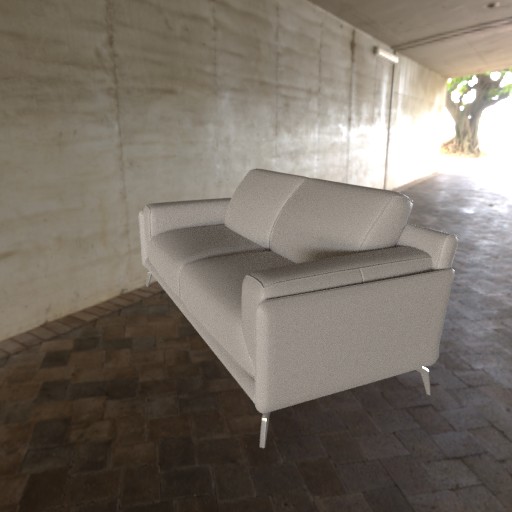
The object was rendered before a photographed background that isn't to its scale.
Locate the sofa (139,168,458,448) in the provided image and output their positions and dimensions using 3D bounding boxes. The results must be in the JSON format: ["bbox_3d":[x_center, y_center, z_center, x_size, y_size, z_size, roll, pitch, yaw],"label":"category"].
[{"bbox_3d":[0.000,0.000,2.625,1.049,0.930,2.101,-7,17,-24],"label":"sofa"}]
